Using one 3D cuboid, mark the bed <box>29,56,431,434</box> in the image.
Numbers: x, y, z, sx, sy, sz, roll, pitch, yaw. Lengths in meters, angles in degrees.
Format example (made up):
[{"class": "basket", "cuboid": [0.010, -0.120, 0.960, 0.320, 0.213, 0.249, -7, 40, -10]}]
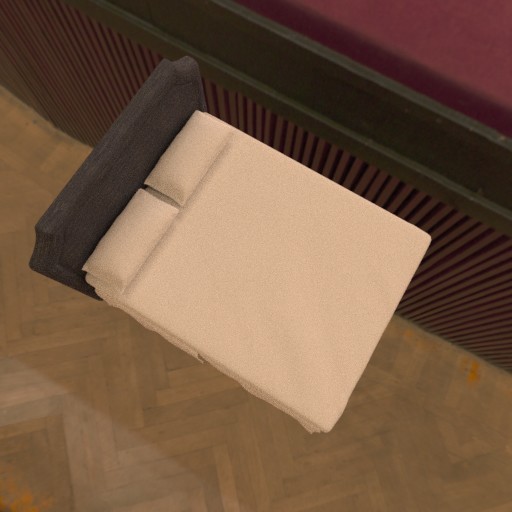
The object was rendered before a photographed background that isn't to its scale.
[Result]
[{"class": "bed", "cuboid": [0.000, 0.000, 3.045, 2.116, 1.290, 1.693, 30, 78, 7]}]
